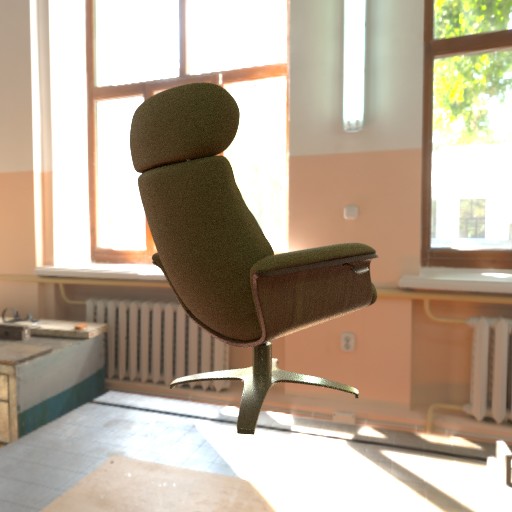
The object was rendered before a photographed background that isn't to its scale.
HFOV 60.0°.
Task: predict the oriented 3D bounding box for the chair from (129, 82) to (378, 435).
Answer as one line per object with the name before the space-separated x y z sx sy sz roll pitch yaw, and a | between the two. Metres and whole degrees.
chair | 0.000 0.000 1.585 0.837 0.995 0.785 -2 3 -36
